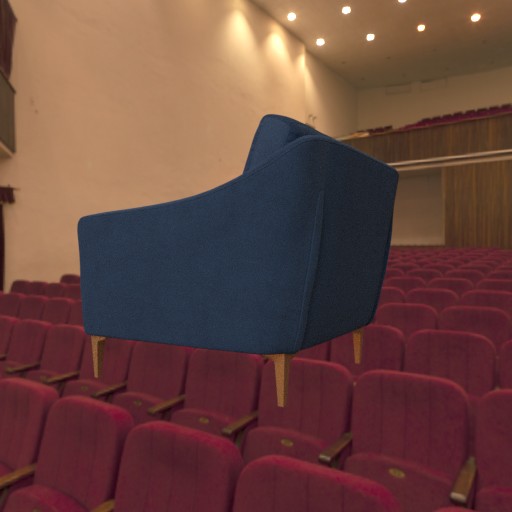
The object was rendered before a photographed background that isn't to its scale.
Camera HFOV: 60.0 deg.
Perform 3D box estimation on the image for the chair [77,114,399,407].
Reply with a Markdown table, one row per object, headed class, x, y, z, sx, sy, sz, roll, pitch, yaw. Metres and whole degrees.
| class | x | y | z | sx | sy | sz | roll | pitch | yaw |
| --- | --- | --- | --- | --- | --- | --- | --- | --- | --- |
| chair | 0.000 | 0.000 | 1.767 | 0.961 | 0.899 | 0.987 | 1 | 1 | 34 |
